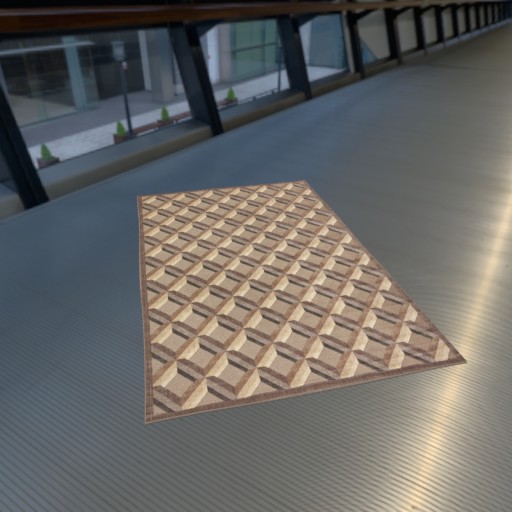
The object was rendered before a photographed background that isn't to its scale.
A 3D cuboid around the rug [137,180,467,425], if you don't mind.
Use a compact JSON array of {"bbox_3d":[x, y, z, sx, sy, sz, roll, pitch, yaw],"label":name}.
[{"bbox_3d":[0.000,0.000,2.079,1.066,0.011,1.677,-7,32,-12],"label":"rug"}]
